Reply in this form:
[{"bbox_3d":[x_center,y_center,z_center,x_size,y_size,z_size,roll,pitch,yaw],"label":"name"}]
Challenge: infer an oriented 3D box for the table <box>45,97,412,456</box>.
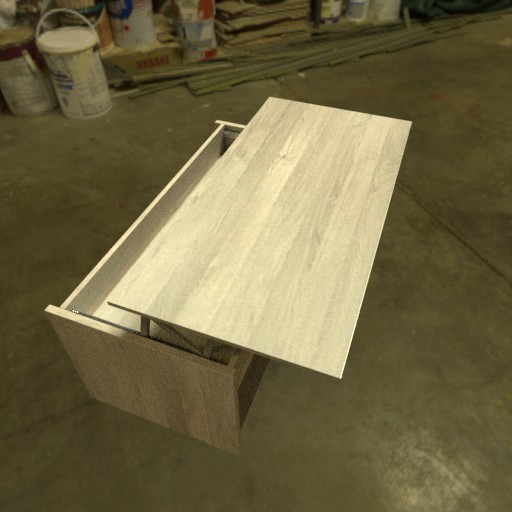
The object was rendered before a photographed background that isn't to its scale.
[{"bbox_3d":[0.000,0.000,1.417,0.712,0.570,1.000,15,47,15],"label":"table"}]
